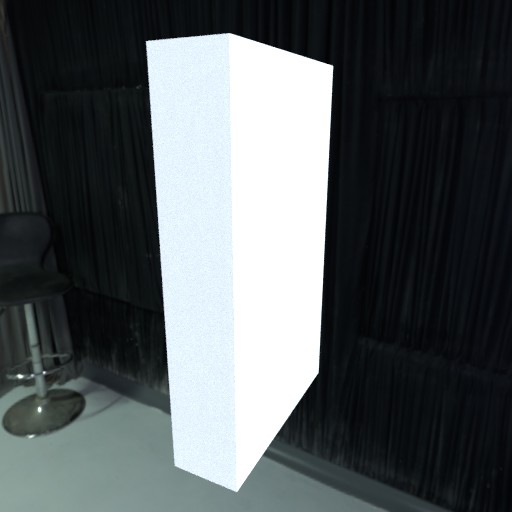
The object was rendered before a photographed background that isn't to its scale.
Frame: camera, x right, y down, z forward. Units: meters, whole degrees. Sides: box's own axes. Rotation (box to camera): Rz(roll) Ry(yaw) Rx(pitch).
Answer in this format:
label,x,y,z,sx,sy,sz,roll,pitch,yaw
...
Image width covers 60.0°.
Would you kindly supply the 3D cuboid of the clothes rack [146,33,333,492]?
label,x,y,z,sx,sy,sz,roll,pitch,yaw
clothes rack,0.000,0.000,1.546,0.250,1.280,0.750,9,19,26
